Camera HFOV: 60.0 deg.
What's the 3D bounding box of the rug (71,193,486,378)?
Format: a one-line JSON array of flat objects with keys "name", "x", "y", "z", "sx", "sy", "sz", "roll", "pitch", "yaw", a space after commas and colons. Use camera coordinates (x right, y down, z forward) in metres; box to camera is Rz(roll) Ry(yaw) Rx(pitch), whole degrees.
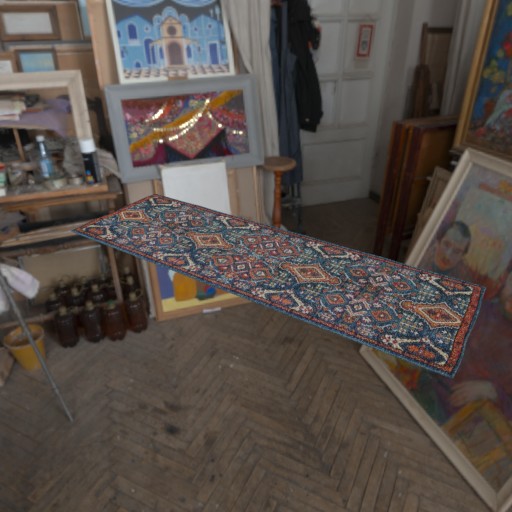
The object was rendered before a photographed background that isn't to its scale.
[{"name": "rug", "x": 0.000, "y": 0.000, "z": 2.680, "sx": 2.459, "sy": 0.010, "sz": 0.801, "roll": 18, "pitch": 34, "yaw": 28}]
